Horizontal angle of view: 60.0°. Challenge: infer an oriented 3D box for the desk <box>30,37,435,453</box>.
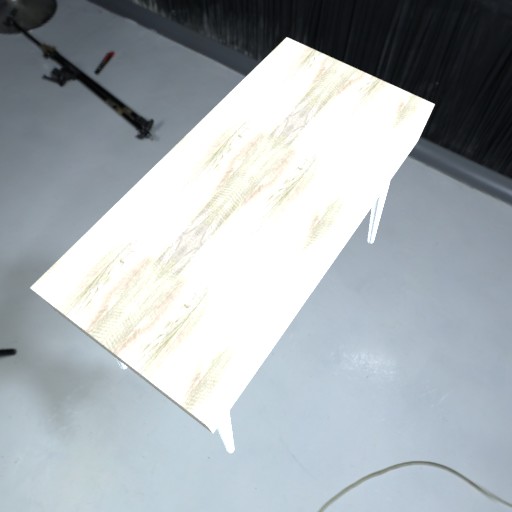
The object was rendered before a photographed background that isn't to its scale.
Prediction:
[{"bbox_3d":[0.000,0.000,1.372,0.491,0.723,0.979,32,67,16],"label":"desk"}]
